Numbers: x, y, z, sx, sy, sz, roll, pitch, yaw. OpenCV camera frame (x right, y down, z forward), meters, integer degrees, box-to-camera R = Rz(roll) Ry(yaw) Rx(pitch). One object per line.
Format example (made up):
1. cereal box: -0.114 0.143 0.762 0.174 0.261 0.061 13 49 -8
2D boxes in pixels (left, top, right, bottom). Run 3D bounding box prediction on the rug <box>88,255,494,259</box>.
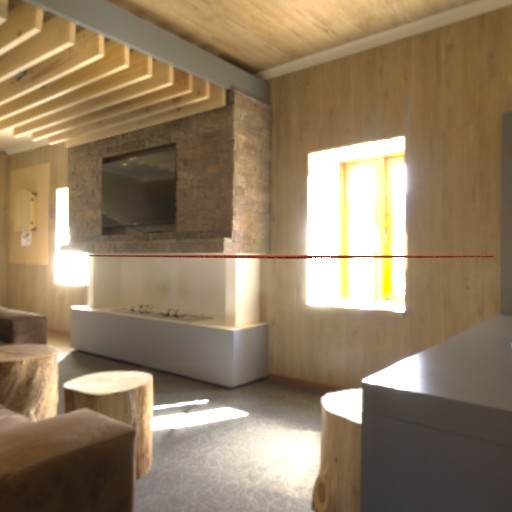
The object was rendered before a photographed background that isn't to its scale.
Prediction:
1. rug: 0.000 0.000 3.011 1.531 0.010 2.442 0 0 -37
